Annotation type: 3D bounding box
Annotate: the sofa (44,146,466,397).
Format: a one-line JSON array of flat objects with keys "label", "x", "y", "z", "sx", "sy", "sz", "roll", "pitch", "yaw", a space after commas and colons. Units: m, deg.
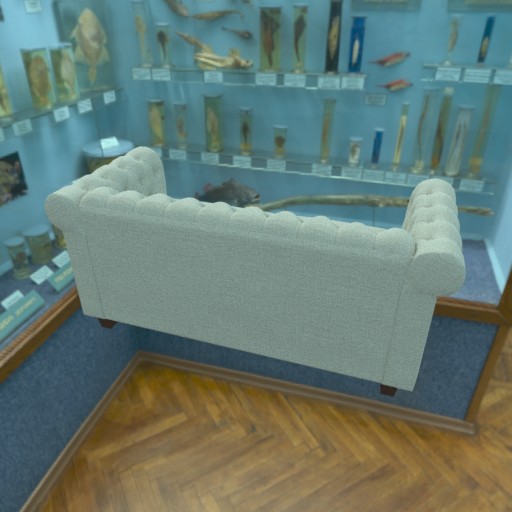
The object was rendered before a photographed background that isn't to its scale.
[{"label": "sofa", "x": 0.000, "y": 0.000, "z": 2.255, "sx": 1.798, "sy": 0.797, "sz": 0.783, "roll": 10, "pitch": 32, "yaw": 16}]
